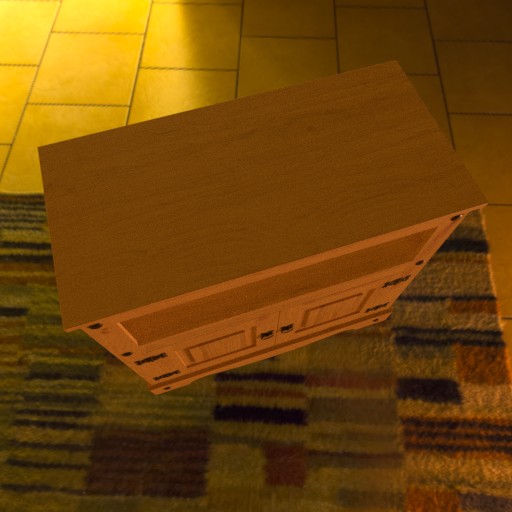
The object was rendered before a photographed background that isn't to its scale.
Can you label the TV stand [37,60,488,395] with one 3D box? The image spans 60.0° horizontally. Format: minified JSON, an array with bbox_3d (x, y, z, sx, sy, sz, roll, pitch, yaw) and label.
[{"bbox_3d":[0.000,0.000,1.278,0.851,0.787,0.430,-16,66,-8],"label":"TV stand"}]
